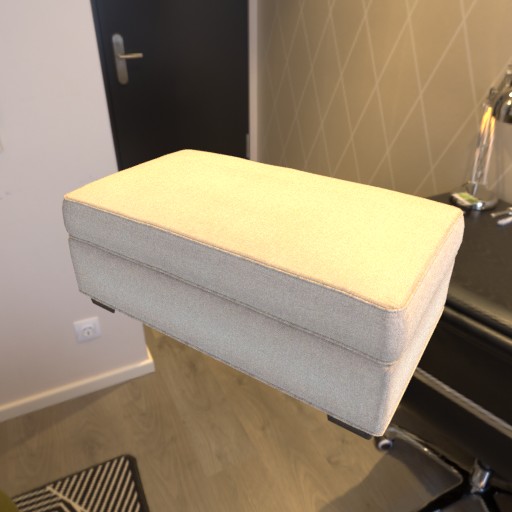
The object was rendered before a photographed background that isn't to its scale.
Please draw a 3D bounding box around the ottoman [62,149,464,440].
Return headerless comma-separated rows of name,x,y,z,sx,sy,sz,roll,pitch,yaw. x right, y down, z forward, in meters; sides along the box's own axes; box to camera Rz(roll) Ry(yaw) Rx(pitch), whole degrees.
ottoman,0.000,0.000,1.419,1.097,0.448,0.617,18,35,28
